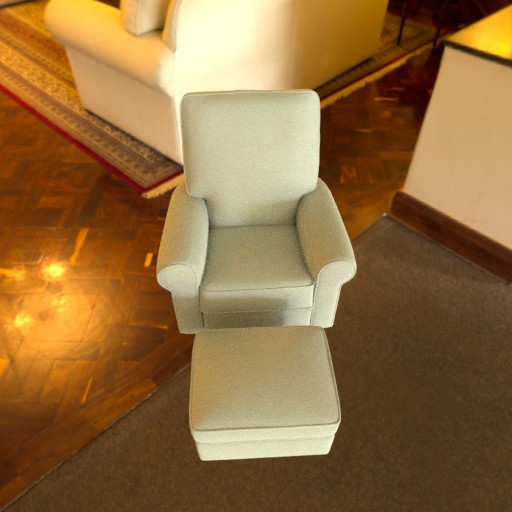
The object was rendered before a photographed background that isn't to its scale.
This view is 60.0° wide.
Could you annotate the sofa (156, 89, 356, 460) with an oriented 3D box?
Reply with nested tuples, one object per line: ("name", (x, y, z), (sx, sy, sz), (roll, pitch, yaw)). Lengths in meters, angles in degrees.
("sofa", (0.000, 0.000, 1.996), (0.880, 0.959, 1.478), (-2, 47, -2))
